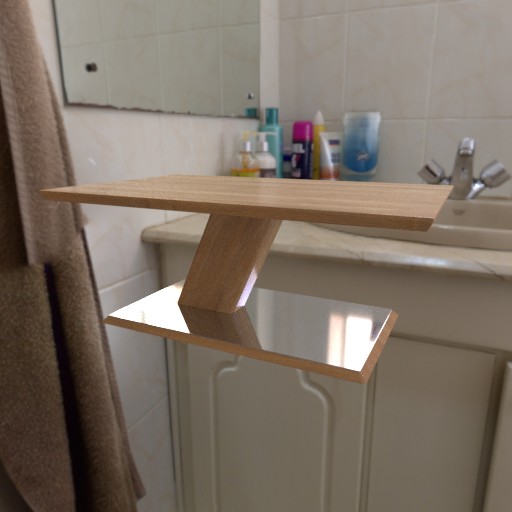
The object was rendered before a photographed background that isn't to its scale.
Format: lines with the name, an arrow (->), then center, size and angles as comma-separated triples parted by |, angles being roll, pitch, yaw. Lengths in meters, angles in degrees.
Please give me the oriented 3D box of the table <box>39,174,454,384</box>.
table -> 0.000, 0.000, 1.440 | 1.100, 0.441, 0.692 | 7, 16, 25
